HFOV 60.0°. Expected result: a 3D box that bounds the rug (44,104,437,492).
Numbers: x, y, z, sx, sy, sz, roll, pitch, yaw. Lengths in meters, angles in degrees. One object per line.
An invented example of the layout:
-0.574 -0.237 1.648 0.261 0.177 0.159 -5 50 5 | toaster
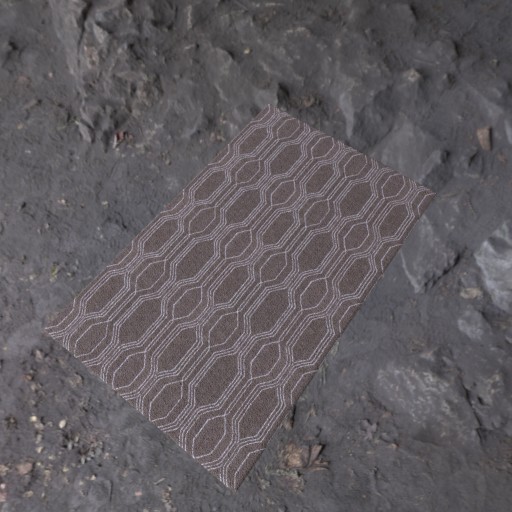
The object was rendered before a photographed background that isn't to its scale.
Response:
0.000 0.000 3.062 1.541 0.012 2.457 33 67 16 | rug
